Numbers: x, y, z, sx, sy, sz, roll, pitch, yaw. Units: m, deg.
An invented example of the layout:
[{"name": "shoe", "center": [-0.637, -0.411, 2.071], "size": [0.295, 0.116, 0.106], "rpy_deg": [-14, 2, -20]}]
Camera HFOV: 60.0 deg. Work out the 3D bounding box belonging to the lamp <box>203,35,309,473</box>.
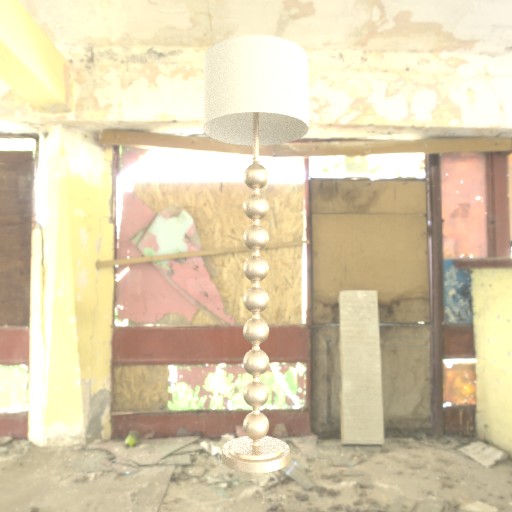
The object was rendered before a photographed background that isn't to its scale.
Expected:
[{"name": "lamp", "center": [0.000, 0.000, 1.646], "size": [0.394, 1.474, 0.394], "rpy_deg": [-1, -2, 18]}]
